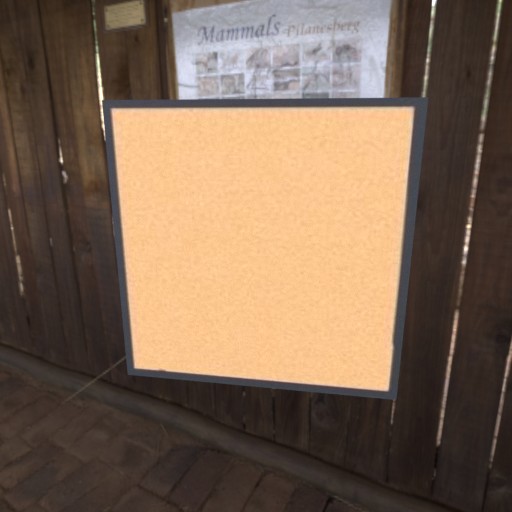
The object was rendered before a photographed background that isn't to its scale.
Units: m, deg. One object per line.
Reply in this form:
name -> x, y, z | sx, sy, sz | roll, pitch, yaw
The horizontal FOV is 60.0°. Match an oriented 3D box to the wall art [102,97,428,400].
wall art -> 0.000, 0.000, 1.232 | 0.823, 0.823, 0.013 | 3, 17, 9
